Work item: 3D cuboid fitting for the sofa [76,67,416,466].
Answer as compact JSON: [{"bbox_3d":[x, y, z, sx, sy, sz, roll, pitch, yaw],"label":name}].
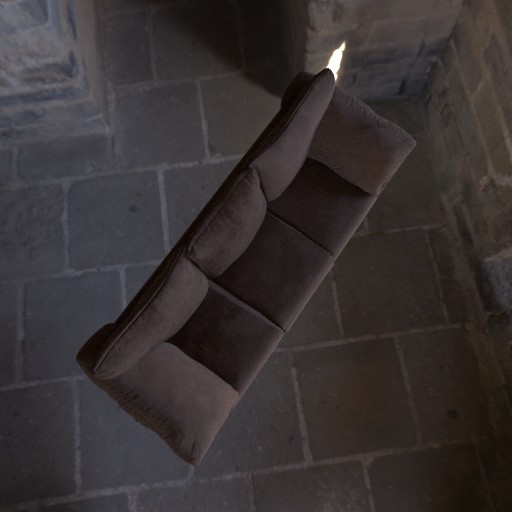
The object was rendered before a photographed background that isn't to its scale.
[{"bbox_3d":[0.000,0.000,2.828,0.878,1.015,2.336,35,78,8],"label":"sofa"}]
